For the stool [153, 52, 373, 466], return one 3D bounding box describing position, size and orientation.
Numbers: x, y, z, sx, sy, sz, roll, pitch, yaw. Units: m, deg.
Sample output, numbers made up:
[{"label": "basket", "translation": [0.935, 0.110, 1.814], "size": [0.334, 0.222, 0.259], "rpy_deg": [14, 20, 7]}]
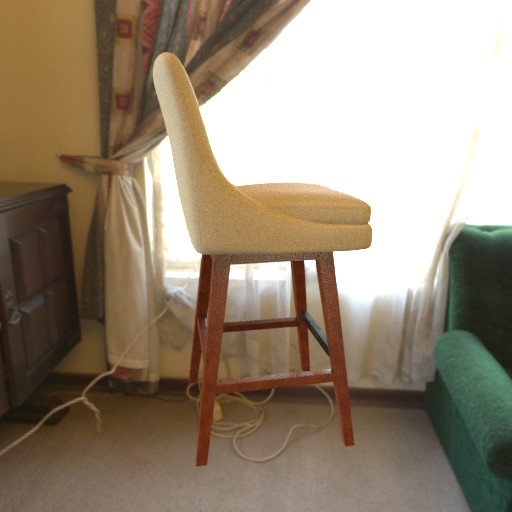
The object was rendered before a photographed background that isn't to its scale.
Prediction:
[{"label": "stool", "translation": [0.000, 0.000, 1.371], "size": [0.559, 1.092, 0.470], "rpy_deg": [-3, 16, -11]}]
